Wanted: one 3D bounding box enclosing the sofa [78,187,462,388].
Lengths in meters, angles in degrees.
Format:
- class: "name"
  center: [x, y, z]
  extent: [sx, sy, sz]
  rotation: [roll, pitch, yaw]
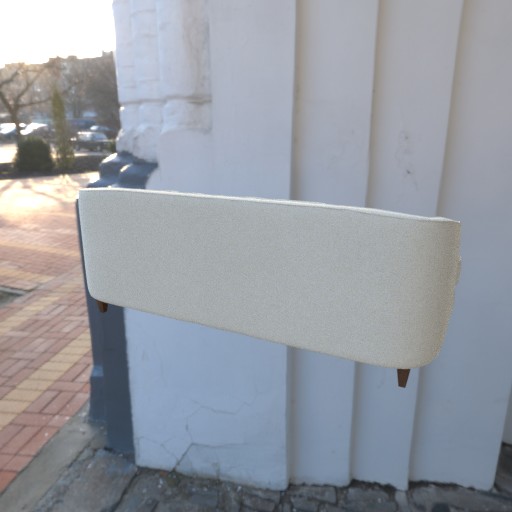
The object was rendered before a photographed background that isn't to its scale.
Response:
- class: "sofa"
  center: [0.000, 0.000, 2.733]
  extent: [2.278, 0.855, 0.941]
  rotation: [8, 18, 26]
